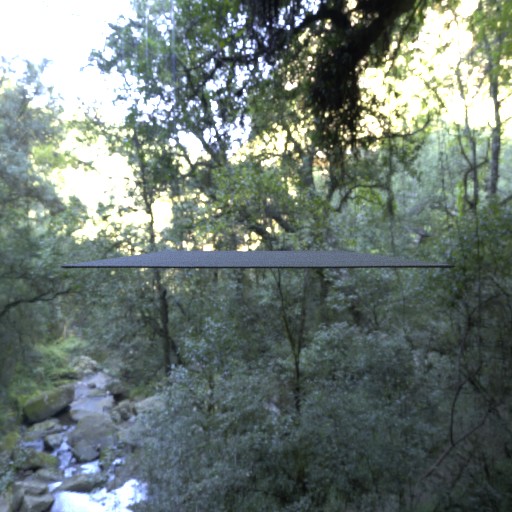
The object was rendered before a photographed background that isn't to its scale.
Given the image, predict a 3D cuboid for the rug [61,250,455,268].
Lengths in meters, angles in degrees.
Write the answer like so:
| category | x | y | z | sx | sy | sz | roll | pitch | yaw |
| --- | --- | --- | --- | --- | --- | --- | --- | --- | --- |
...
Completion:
| category | x | y | z | sx | sy | sz | roll | pitch | yaw |
| --- | --- | --- | --- | --- | --- | --- | --- | --- | --- |
| rug | 0.000 | 0.000 | 5.083 | 2.782 | 0.025 | 3.935 | 0 | 2 | -1 |
